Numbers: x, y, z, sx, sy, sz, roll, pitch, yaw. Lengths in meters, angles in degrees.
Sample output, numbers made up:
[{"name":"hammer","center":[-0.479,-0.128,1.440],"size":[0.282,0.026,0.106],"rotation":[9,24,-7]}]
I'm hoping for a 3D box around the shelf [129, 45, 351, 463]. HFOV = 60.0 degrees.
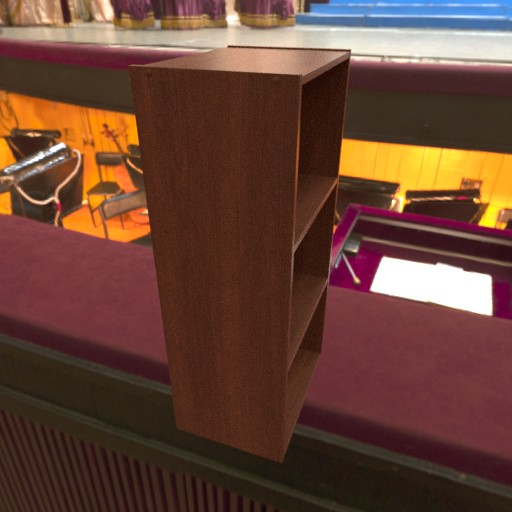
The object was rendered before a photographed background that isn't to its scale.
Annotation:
[{"name":"shelf","center":[0.000,0.000,1.064],"size":[0.290,0.879,0.414],"rotation":[11,32,18]}]
